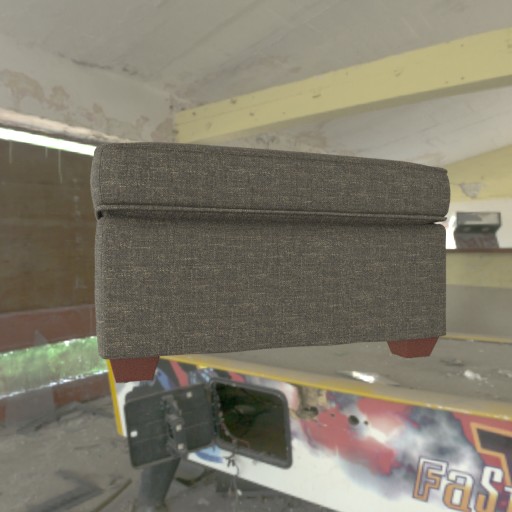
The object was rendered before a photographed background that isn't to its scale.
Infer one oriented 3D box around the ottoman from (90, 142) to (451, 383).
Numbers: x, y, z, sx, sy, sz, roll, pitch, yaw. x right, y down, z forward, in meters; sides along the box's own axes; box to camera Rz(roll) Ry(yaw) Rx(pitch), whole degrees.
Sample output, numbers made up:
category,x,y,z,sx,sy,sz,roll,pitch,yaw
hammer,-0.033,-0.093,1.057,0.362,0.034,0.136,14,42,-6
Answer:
category,x,y,z,sx,sy,sz,roll,pitch,yaw
ottoman,0.000,0.000,1.084,0.749,0.450,0.549,0,0,-19
